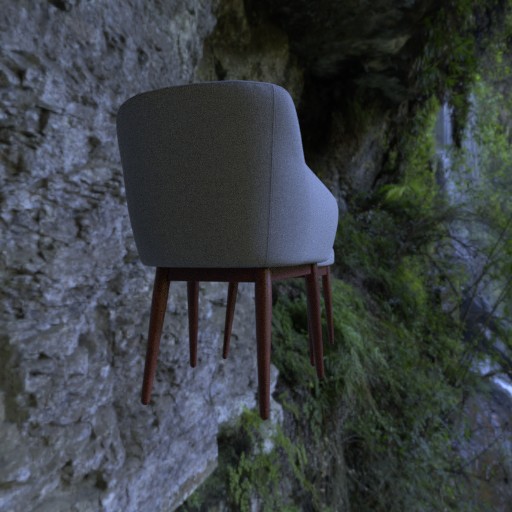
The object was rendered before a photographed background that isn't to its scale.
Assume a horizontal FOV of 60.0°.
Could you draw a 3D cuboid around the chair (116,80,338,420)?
[{"bbox_3d":[0.000,0.000,1.537,0.584,0.799,1.107,0,0,19],"label":"chair"}]
